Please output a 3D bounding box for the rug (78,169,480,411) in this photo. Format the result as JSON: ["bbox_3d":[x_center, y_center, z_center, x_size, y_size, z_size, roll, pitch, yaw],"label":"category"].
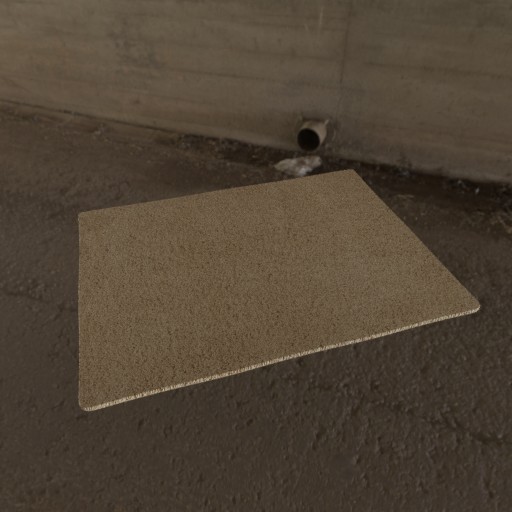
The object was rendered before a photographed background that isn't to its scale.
[{"bbox_3d":[0.000,0.000,2.093,1.600,0.025,1.199,-11,42,-13],"label":"rug"}]
